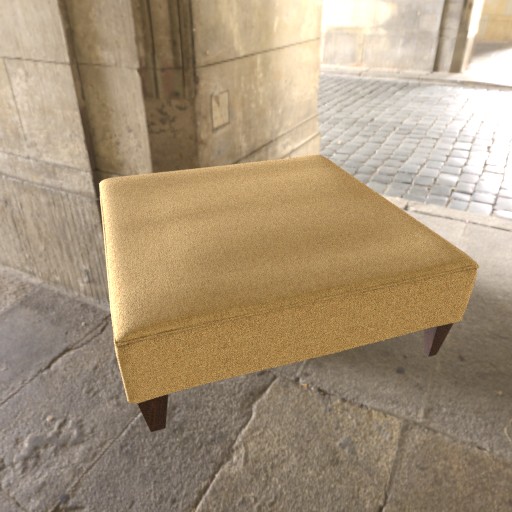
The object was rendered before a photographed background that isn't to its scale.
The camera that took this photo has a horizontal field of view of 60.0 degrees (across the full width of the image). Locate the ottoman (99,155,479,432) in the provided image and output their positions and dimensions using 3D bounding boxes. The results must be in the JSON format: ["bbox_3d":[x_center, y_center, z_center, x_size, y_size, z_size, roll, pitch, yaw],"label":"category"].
[{"bbox_3d":[0.000,0.000,1.535,0.970,0.378,0.981,-10,33,-16],"label":"ottoman"}]
